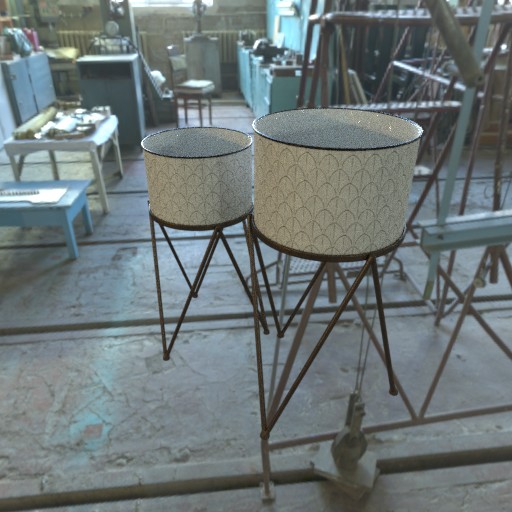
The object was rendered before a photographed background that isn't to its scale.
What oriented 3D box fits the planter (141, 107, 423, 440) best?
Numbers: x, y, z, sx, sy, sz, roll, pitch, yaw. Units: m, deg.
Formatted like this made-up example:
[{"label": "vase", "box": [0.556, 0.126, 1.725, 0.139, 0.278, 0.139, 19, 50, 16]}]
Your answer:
[{"label": "planter", "box": [0.000, 0.000, 1.141, 0.769, 0.712, 0.413, 22, 36, 33]}]
